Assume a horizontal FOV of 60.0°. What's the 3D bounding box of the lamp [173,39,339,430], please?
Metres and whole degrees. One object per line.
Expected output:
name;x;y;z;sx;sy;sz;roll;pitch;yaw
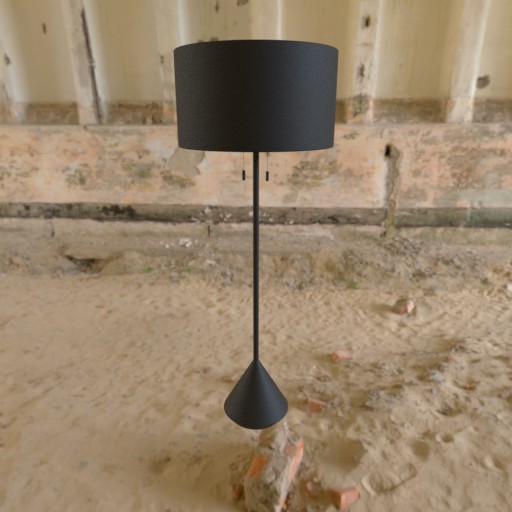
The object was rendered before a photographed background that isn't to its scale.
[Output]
lamp;0.000;0.000;1.812;0.580;1.526;0.580;-9;20;-26
